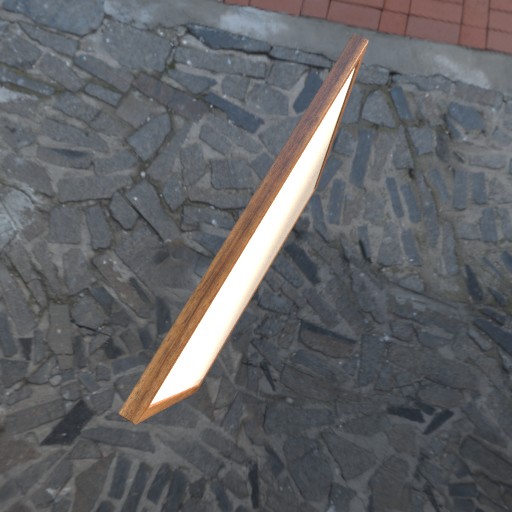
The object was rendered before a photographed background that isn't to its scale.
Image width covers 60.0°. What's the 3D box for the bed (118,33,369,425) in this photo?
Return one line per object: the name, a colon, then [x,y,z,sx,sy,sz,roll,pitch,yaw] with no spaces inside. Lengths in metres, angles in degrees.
bed: [0.000,0.000,1.456,0.043,0.940,1.041,30,79,7]
